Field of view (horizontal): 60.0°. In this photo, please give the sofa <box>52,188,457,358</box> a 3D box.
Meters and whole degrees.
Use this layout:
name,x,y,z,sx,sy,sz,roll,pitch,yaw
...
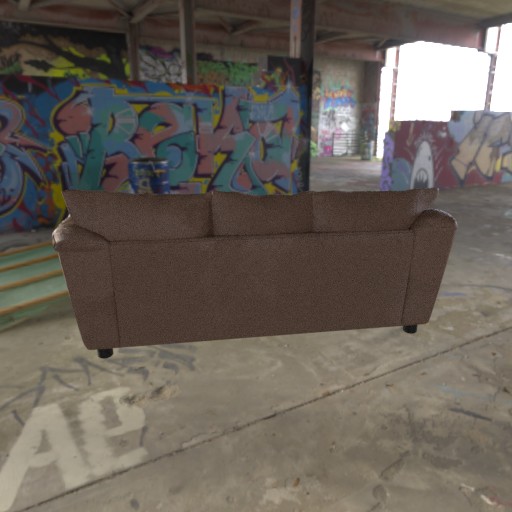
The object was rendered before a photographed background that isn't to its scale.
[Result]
name,x,y,z,sx,sy,sz,roll,pitch,yaw
sofa,0.000,0.000,2.885,2.377,0.981,0.893,-3,16,-9
